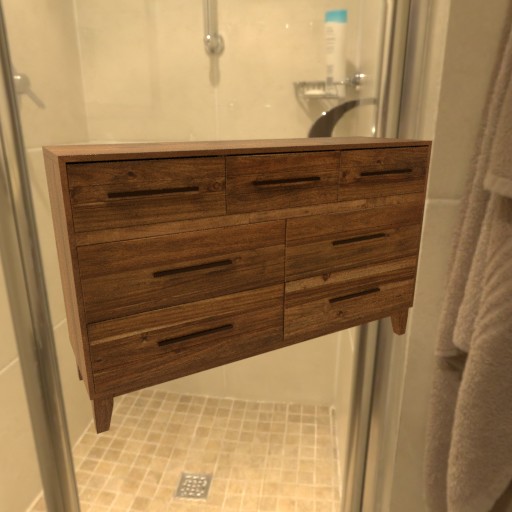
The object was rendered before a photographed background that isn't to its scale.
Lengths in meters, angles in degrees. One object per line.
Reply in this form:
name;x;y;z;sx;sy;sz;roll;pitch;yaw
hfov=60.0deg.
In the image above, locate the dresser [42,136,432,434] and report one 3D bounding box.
dresser;0.000;0.000;1.765;1.400;0.873;0.446;-10;20;-28
